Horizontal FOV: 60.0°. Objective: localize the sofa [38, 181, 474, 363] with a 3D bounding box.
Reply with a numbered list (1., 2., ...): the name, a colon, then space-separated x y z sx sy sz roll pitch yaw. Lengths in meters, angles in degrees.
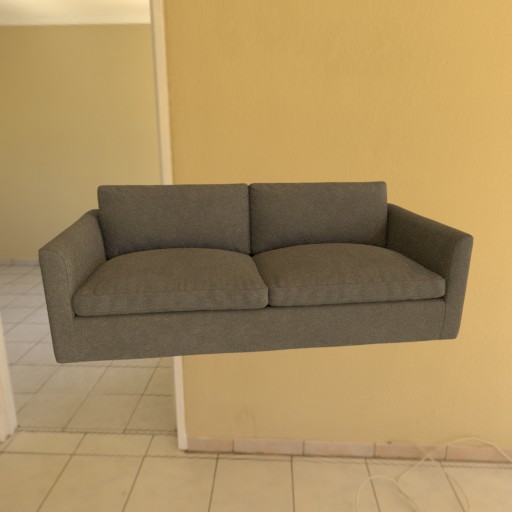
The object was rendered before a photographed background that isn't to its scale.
1. sofa: 0.000 0.000 2.809 2.257 0.838 1.092 -2 16 -7
